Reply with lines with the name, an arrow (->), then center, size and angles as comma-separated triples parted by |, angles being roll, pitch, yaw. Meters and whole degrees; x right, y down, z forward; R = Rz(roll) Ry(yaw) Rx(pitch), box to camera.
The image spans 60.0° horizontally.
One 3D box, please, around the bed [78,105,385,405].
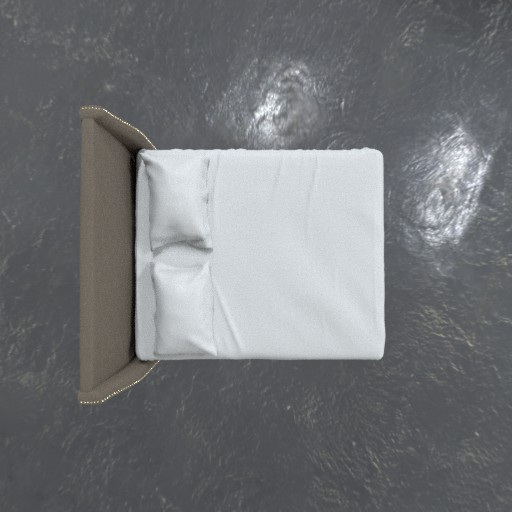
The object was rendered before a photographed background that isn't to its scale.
bed -> 0.000, 0.000, 3.456 | 2.276, 1.332, 1.925 | 0, 89, 0
